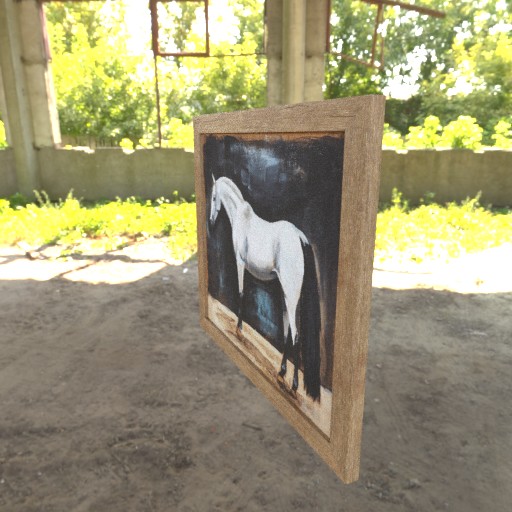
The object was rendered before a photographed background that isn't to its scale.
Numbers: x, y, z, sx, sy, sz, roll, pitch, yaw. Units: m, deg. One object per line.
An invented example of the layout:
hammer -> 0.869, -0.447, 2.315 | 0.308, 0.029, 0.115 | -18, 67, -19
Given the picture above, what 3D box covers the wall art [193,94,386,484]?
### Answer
wall art -> 0.000, 0.000, 0.934 | 0.026, 0.588, 0.690 | -7, 17, -26
